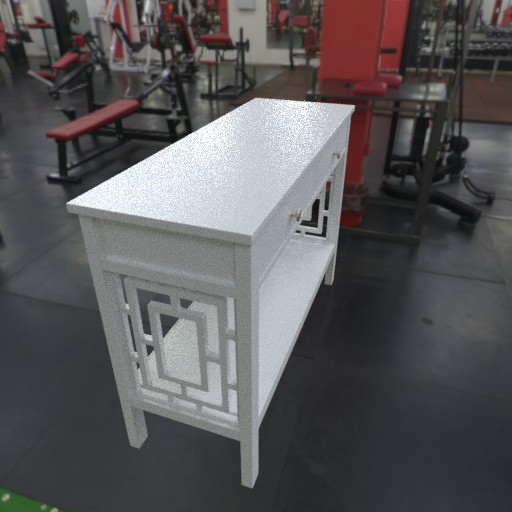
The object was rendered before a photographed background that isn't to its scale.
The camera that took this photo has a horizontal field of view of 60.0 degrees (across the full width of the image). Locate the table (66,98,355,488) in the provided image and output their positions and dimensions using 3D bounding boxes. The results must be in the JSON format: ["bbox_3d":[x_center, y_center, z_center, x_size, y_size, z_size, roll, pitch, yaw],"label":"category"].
[{"bbox_3d":[0.000,0.000,1.426,0.397,0.753,1.068,11,32,17],"label":"table"}]
